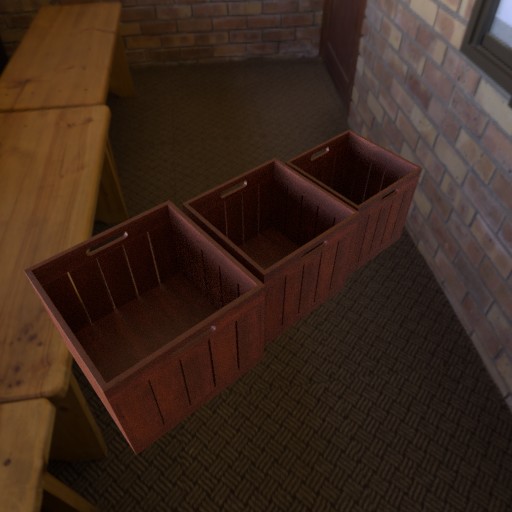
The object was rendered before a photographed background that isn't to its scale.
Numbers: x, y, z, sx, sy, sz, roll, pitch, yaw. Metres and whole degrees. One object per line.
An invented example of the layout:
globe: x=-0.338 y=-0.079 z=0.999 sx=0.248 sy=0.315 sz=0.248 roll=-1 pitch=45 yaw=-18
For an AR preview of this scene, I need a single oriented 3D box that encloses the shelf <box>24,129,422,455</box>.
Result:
shelf: x=0.000 y=0.000 z=1.263 sx=1.064 sy=0.311 sz=0.393 roll=-31 pitch=54 yaw=-27
